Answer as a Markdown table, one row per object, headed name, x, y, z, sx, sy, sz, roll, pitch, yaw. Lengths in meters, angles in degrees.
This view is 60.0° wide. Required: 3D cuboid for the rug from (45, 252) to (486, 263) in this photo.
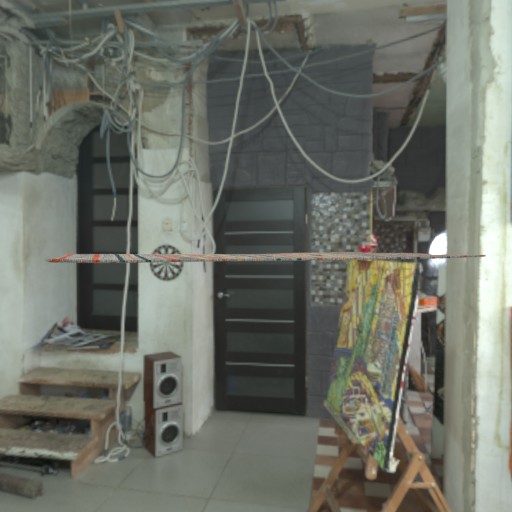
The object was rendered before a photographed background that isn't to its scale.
| name | x | y | z | sx | sy | sz | roll | pitch | yaw |
| --- | --- | --- | --- | --- | --- | --- | --- | --- | --- |
| rug | 0.000 | 0.000 | 3.018 | 2.439 | 0.029 | 1.537 | 0 | 1 | -19 |
